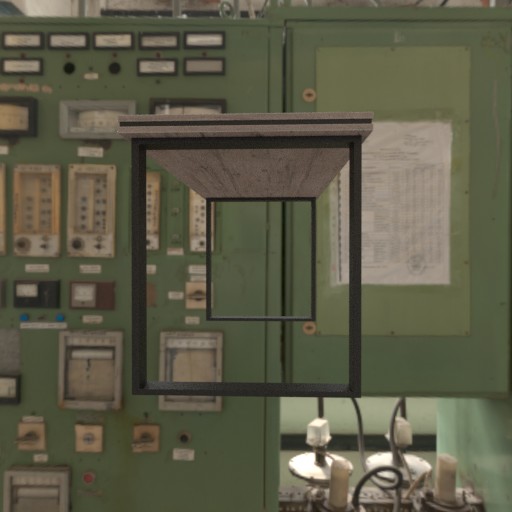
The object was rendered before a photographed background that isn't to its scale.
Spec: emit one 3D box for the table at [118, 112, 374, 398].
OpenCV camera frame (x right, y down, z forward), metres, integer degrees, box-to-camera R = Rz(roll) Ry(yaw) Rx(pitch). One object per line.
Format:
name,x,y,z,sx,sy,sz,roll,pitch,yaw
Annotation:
table,0.000,0.000,2.266,0.795,0.899,1.778,0,0,2
